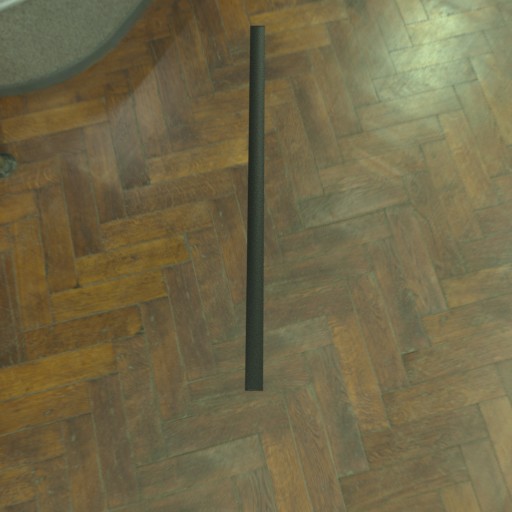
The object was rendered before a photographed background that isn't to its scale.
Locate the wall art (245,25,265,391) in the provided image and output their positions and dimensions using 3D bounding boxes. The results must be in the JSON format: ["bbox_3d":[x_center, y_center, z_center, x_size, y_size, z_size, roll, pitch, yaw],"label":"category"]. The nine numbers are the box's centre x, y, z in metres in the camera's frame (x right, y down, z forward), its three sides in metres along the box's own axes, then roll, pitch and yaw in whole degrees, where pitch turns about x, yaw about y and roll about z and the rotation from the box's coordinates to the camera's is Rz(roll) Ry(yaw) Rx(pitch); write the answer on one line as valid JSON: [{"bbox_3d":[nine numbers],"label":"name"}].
[{"bbox_3d":[0.000,0.000,0.556,0.013,0.431,0.303,1,76,0],"label":"wall art"}]
